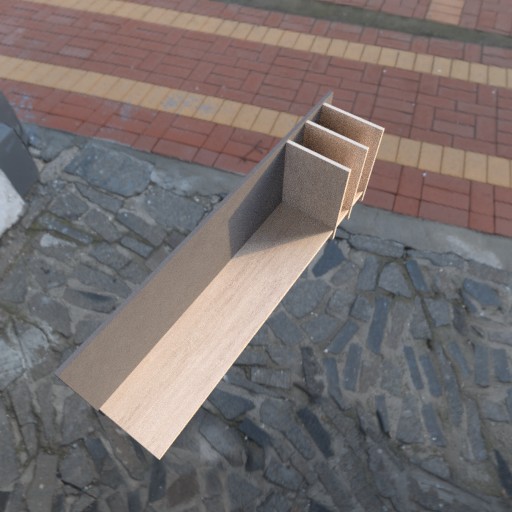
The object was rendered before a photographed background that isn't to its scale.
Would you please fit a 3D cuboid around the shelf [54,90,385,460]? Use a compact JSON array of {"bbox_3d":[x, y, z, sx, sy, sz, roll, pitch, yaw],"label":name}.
[{"bbox_3d":[0.000,0.000,1.144,0.200,0.300,1.020,31,62,19],"label":"shelf"}]
